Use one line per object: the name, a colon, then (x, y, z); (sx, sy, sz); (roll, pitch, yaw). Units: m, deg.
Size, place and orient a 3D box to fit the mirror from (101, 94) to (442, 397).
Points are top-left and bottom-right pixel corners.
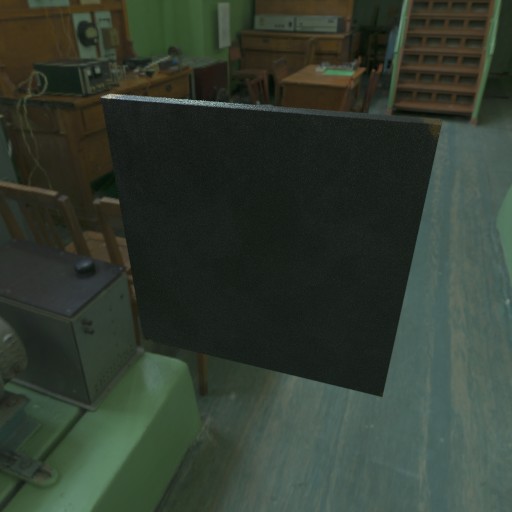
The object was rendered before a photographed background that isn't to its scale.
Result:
mirror: (0.000, 0.000, 0.582); (0.382, 0.381, 0.020); (10, 33, 15)
